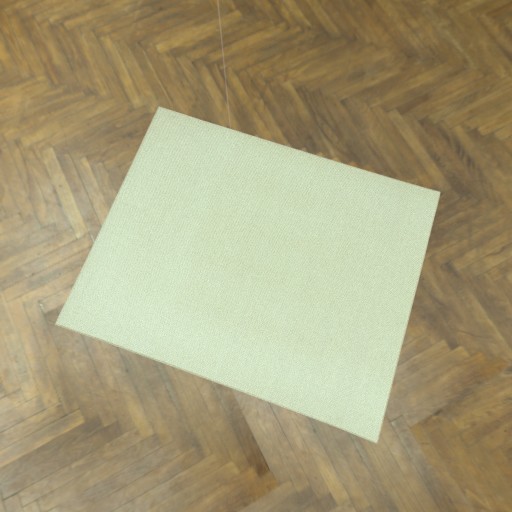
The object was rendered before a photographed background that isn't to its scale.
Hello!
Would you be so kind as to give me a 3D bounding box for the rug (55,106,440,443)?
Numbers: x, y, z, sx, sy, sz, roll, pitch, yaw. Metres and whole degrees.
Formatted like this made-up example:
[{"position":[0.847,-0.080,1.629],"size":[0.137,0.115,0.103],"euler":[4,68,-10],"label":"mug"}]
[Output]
[{"position":[0.000,0.000,4.226],"size":[3.039,0.018,2.462],"euler":[18,74,5],"label":"rug"}]
